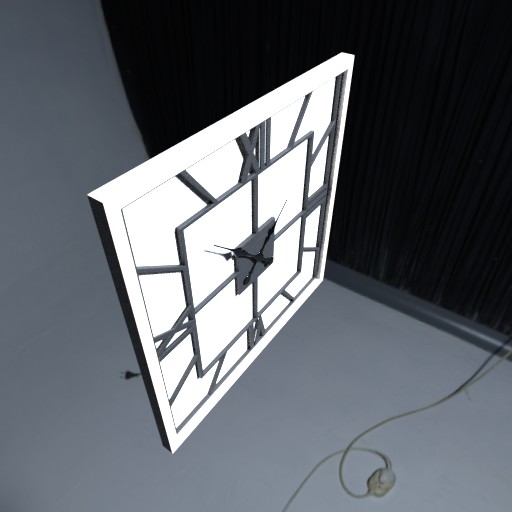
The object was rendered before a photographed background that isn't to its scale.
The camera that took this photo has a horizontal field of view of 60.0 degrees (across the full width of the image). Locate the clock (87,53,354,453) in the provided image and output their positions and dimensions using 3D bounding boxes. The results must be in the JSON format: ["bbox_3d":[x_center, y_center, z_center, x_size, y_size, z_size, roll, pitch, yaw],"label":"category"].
[{"bbox_3d":[0.000,0.000,1.015,0.032,0.705,0.705,26,48,26],"label":"clock"}]
